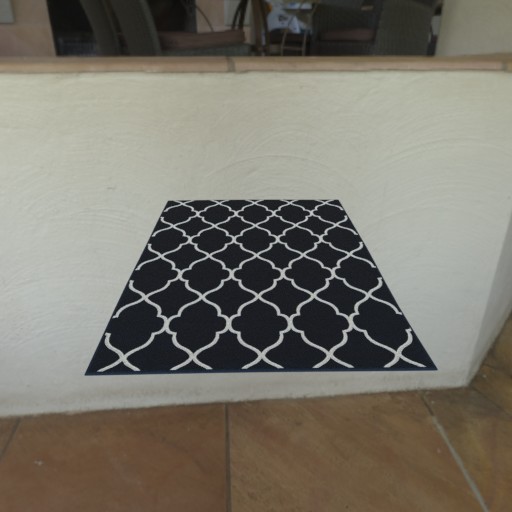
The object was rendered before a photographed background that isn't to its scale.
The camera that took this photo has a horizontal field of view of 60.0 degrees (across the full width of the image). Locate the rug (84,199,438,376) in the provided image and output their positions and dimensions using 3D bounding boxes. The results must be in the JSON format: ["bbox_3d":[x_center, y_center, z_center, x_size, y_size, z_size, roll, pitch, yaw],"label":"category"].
[{"bbox_3d":[0.000,0.000,2.922,1.526,0.014,2.290,-1,26,-1],"label":"rug"}]
